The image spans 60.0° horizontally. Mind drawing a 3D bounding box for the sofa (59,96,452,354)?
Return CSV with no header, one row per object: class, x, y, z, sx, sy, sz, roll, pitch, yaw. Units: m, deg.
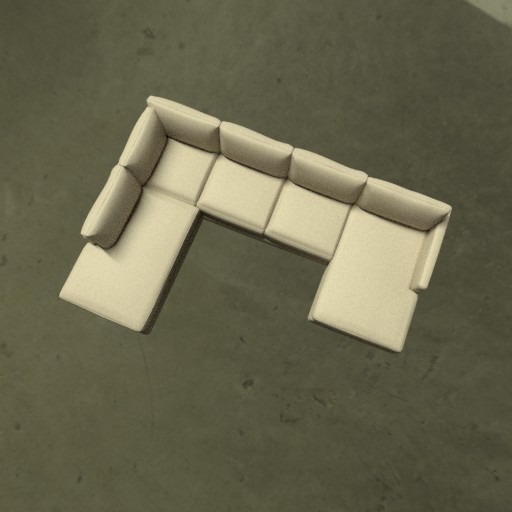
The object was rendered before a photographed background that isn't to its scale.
sofa,0.000,0.000,3.676,2.737,0.756,1.879,22,78,5
